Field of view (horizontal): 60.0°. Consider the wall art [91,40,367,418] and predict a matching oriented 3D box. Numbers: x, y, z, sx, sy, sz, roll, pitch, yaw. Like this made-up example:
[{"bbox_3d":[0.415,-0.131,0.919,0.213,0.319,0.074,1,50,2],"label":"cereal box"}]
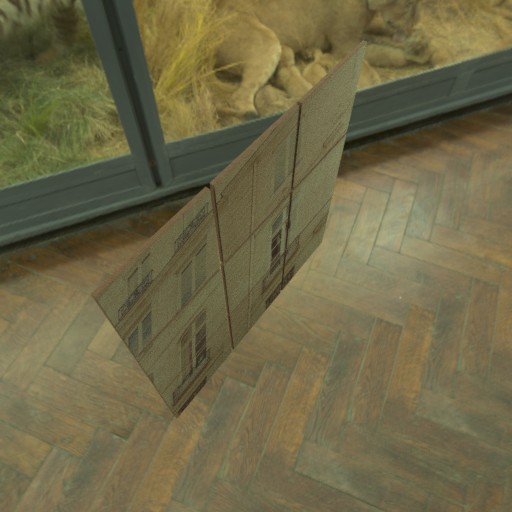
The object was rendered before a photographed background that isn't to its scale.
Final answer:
[{"bbox_3d":[0.000,0.000,1.770,0.024,1.218,1.221,33,63,19],"label":"wall art"}]
